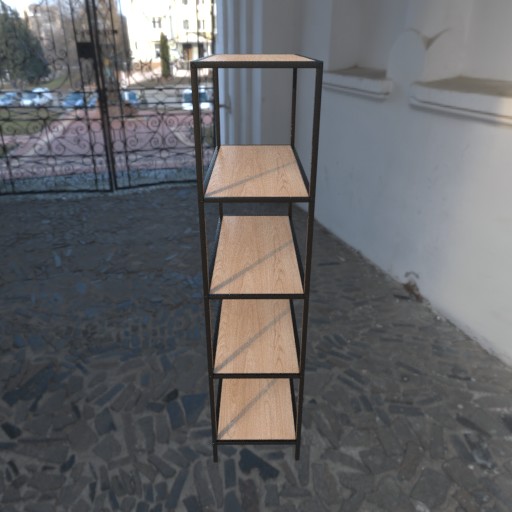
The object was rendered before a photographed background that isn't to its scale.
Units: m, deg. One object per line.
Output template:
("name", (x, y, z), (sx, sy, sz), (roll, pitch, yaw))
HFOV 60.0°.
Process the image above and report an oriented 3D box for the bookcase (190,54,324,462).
("bookcase", (0.000, 0.000, 1.830), (0.350, 1.500, 0.770), (0, 26, 0))
